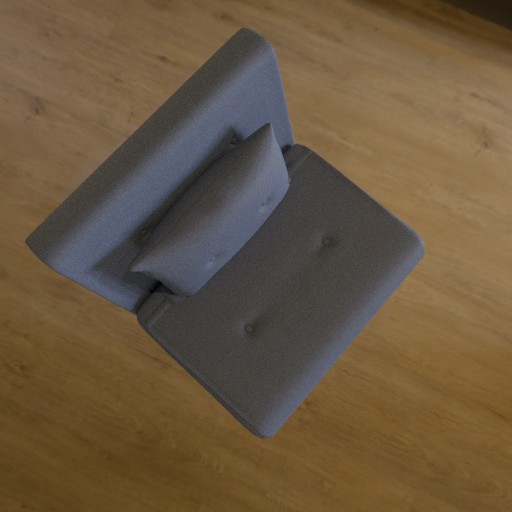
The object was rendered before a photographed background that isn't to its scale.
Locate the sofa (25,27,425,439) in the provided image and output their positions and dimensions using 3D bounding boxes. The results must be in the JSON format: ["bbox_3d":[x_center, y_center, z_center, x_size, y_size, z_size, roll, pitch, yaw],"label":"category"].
[{"bbox_3d":[0.000,0.000,1.699,0.996,0.860,0.999,41,82,7],"label":"sofa"}]
